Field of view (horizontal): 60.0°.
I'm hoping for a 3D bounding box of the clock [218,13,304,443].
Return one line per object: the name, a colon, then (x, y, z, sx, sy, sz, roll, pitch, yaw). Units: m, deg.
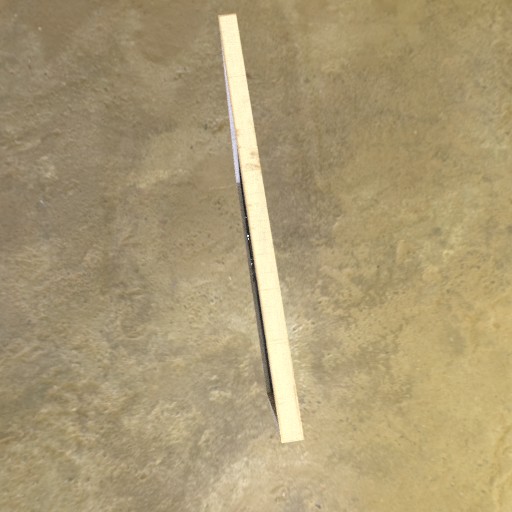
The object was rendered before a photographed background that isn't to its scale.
clock: (0.000, 0.000, 1.034, 0.032, 0.705, 0.705, -8, 76, -2)
